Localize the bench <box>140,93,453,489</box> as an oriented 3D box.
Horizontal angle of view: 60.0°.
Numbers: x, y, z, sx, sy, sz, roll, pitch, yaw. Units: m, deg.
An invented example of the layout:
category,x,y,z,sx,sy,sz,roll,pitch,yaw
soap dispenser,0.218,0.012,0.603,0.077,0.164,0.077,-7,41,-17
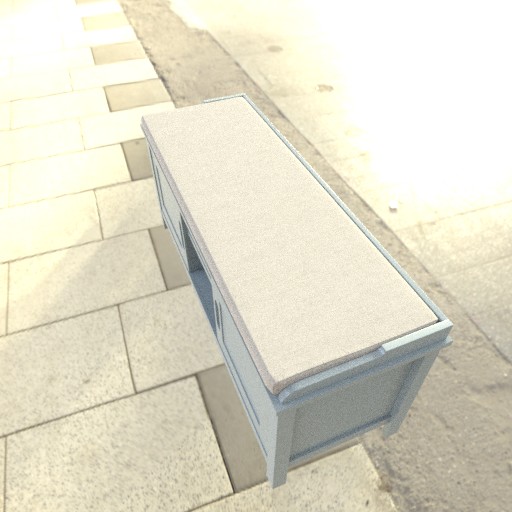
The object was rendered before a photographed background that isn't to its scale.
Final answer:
category,x,y,z,sx,sy,sz,roll,pitch,yaw
bench,0.000,0.000,1.367,0.398,0.501,1.140,-17,47,-16
